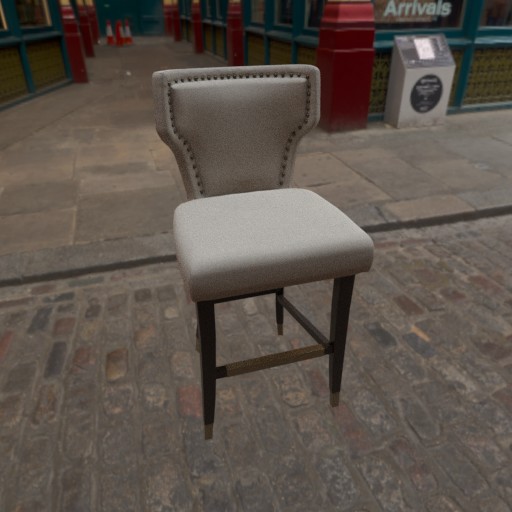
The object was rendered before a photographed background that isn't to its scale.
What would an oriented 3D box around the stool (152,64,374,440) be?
[{"bbox_3d":[0.000,0.000,1.433,0.526,1.092,0.563,-9,31,-15],"label":"stool"}]
